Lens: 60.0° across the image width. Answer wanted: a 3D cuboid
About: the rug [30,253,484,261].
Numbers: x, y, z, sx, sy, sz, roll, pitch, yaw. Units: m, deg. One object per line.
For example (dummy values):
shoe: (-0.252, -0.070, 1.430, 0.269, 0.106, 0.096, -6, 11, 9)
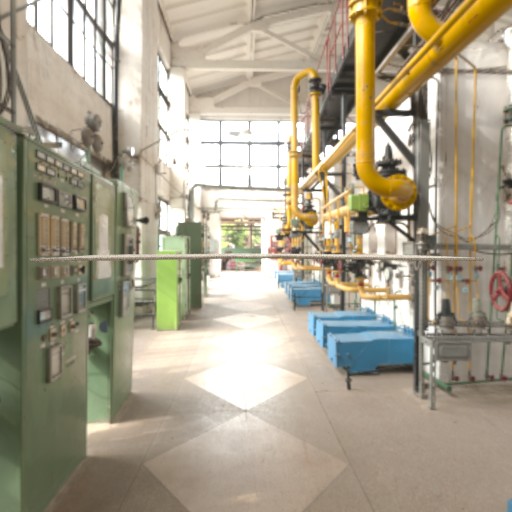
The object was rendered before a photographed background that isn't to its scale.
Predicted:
rug: (0.000, 0.000, 4.876, 3.626, 0.051, 2.757, 0, 1, 0)
